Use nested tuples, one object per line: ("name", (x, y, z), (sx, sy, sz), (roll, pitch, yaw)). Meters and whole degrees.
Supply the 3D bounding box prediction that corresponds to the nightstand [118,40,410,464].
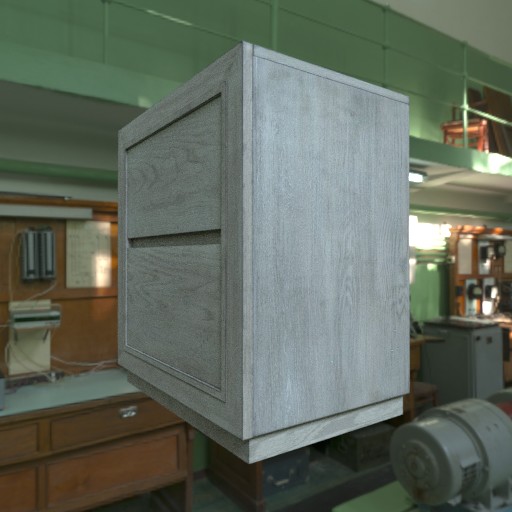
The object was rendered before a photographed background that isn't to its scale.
("nightstand", (0.000, 0.000, 1.079), (0.483, 0.673, 0.612), (0, 0, -35))
